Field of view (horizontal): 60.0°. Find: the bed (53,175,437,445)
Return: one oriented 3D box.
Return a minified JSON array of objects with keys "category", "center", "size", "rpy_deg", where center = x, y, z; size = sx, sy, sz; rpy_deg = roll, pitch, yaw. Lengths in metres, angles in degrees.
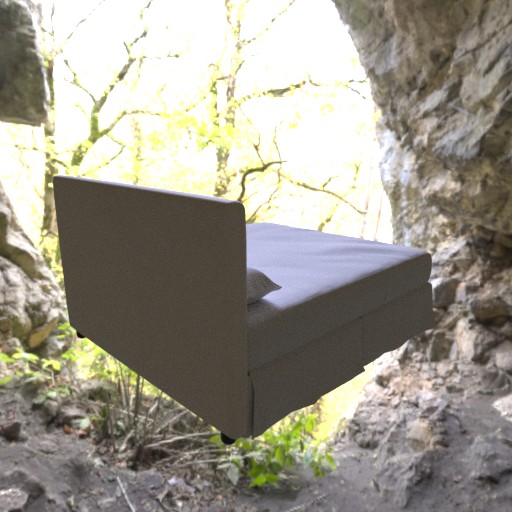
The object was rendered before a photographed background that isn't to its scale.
[{"category":"bed","center":[0.000,0.000,3.579],"size":[2.341,1.317,2.119],"rpy_deg":[-14,21,-43]}]
